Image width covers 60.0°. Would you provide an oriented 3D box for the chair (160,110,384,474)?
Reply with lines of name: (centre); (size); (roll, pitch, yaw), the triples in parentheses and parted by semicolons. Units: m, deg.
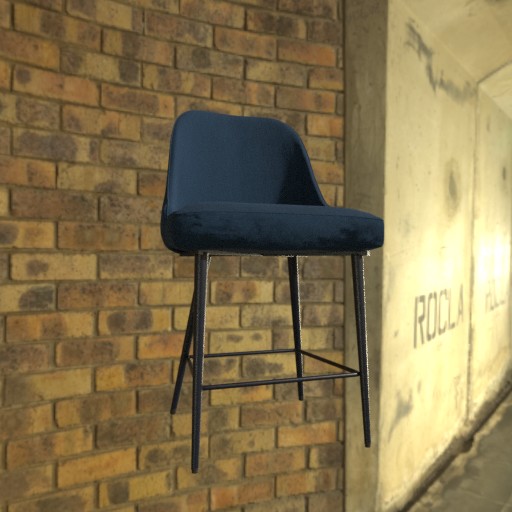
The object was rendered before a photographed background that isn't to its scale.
chair: (0.000, 0.000, 1.212); (0.526, 0.927, 0.489); (0, -1, -18)
